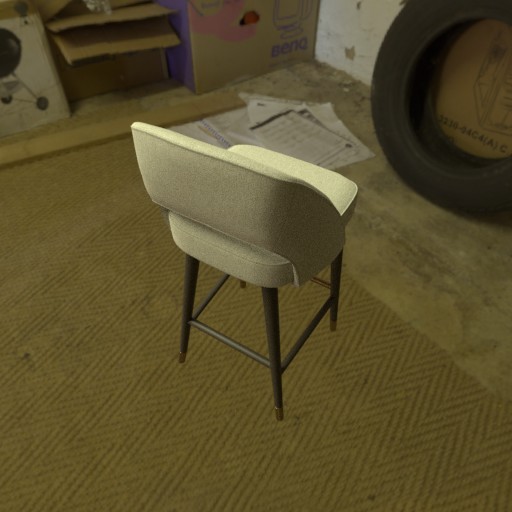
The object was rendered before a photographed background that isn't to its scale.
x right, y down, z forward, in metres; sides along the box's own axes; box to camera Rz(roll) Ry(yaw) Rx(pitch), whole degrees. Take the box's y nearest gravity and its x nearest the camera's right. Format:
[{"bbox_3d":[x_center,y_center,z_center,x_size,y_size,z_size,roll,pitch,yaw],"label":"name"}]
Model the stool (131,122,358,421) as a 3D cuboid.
[{"bbox_3d":[0.000,0.000,1.344,0.494,1.037,0.509,24,50,21],"label":"stool"}]
